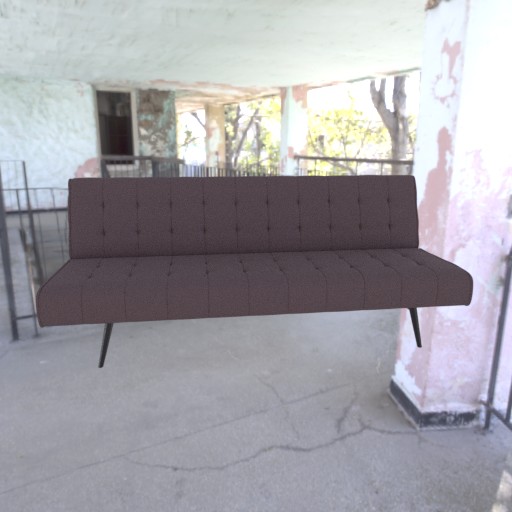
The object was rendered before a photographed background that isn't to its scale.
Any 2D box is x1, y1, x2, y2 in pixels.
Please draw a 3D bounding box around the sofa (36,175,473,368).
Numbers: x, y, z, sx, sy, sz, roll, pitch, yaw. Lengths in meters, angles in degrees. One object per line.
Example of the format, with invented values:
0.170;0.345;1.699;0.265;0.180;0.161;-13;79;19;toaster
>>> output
0.000;0.000;2.048;1.703;0.699;0.747;-2;14;-7;sofa
